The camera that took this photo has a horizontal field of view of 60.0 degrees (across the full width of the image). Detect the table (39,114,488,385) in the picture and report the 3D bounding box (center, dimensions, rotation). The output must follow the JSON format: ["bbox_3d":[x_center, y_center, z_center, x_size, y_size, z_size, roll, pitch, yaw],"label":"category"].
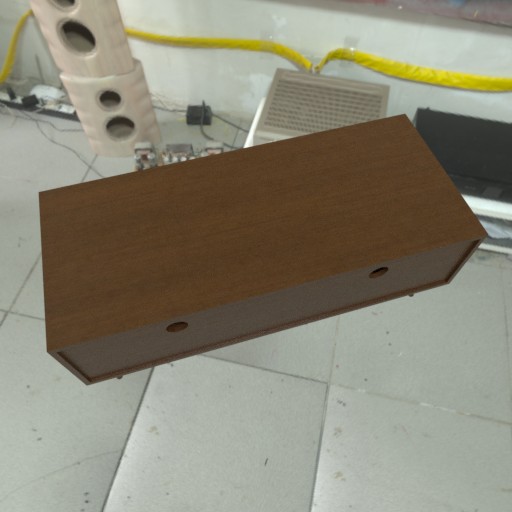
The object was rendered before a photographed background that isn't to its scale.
[{"bbox_3d":[0.000,0.000,1.393,1.119,0.464,0.490,-14,60,-9],"label":"table"}]
